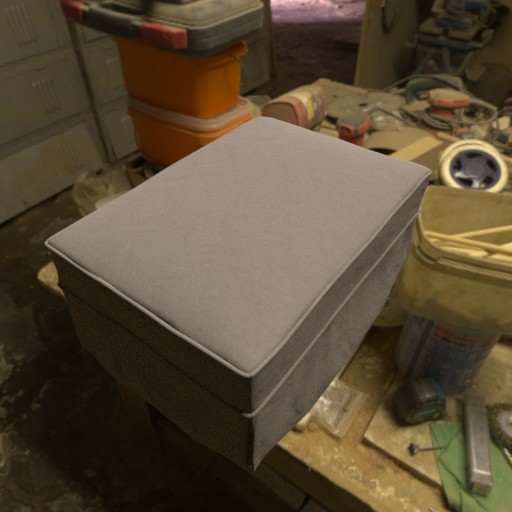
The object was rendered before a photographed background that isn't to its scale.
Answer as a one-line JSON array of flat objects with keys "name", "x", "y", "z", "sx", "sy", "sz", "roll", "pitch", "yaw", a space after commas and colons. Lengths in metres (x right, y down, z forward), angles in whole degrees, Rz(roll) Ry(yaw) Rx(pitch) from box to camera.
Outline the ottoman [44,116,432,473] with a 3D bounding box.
[{"name": "ottoman", "x": 0.000, "y": 0.000, "z": 1.323, "sx": 0.703, "sy": 0.479, "sz": 0.944, "roll": 27, "pitch": 48, "yaw": 26}]
